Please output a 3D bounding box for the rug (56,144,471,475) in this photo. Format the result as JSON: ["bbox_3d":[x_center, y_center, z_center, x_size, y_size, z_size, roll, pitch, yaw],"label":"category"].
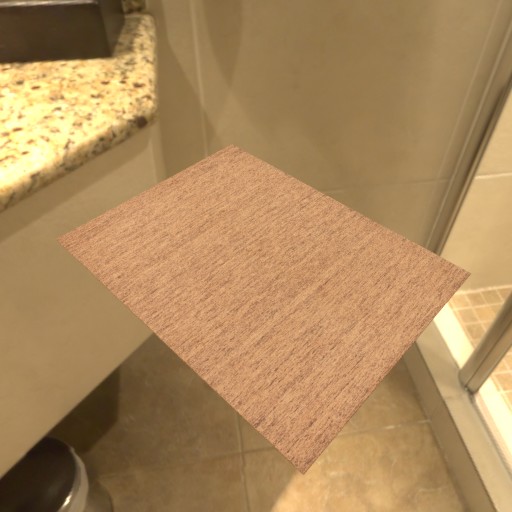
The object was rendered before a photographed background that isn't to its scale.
[{"bbox_3d":[0.000,0.000,4.280,3.205,0.013,2.448,35,55,29],"label":"rug"}]
